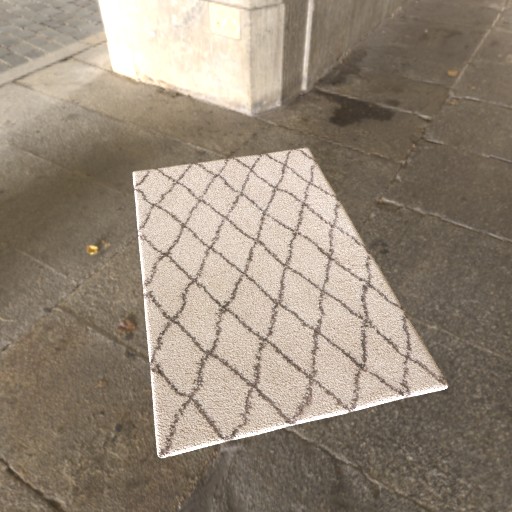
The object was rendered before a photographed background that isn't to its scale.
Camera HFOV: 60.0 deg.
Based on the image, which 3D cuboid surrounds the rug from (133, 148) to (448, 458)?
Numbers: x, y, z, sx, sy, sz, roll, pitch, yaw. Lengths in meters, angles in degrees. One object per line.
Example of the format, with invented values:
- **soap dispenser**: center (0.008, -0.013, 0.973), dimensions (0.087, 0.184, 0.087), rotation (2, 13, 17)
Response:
- **rug**: center (0.000, 0.000, 3.501), dimensions (1.778, 0.030, 2.743), rotation (-10, 47, -9)
